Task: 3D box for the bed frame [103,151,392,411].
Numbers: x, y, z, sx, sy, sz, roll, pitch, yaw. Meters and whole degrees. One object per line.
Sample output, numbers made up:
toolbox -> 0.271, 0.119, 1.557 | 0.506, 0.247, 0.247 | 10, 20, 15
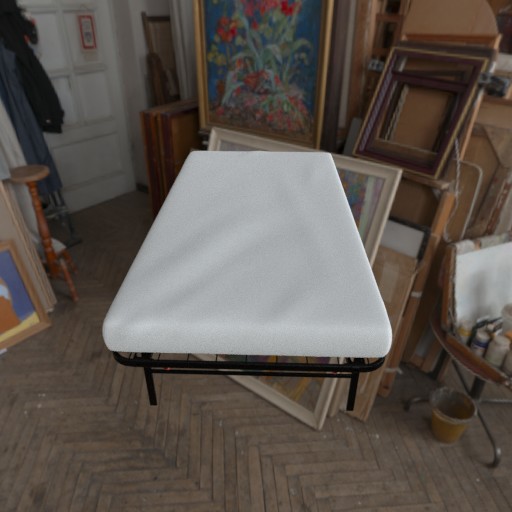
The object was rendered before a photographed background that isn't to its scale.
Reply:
bed frame -> 0.000, 0.000, 2.400 | 0.989, 0.619, 1.903 | 1, 31, 2
